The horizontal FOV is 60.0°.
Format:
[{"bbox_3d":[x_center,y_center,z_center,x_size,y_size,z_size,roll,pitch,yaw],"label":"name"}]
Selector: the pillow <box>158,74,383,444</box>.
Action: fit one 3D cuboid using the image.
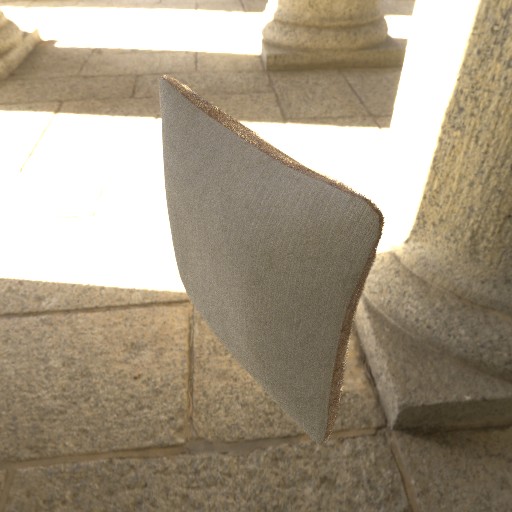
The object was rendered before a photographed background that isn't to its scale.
[{"bbox_3d":[0.000,0.000,0.812,0.216,0.525,0.538,-24,46,-26],"label":"pillow"}]
